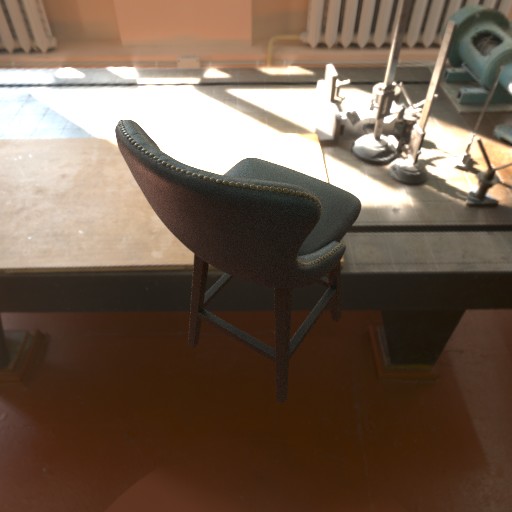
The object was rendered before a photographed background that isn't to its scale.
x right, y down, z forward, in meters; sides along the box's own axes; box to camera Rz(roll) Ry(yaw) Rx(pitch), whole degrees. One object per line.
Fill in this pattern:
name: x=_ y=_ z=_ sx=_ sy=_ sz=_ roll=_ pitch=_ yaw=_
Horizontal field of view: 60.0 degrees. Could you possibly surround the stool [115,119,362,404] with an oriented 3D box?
stool: x=0.000 y=0.000 z=1.349 sx=0.528 sy=0.971 sz=0.593 roll=26 pitch=51 yaw=23
